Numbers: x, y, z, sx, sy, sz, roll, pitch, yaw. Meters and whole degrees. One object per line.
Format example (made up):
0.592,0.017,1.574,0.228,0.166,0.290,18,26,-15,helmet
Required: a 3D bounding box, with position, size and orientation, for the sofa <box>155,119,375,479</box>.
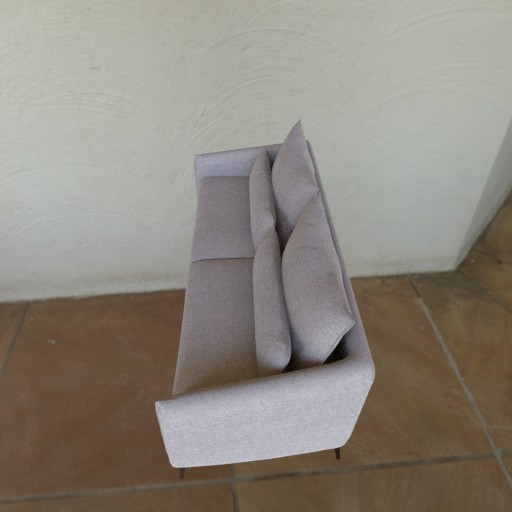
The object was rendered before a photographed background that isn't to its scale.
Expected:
0.000,0.000,2.416,0.809,0.833,2.022,-1,40,-1,sofa
